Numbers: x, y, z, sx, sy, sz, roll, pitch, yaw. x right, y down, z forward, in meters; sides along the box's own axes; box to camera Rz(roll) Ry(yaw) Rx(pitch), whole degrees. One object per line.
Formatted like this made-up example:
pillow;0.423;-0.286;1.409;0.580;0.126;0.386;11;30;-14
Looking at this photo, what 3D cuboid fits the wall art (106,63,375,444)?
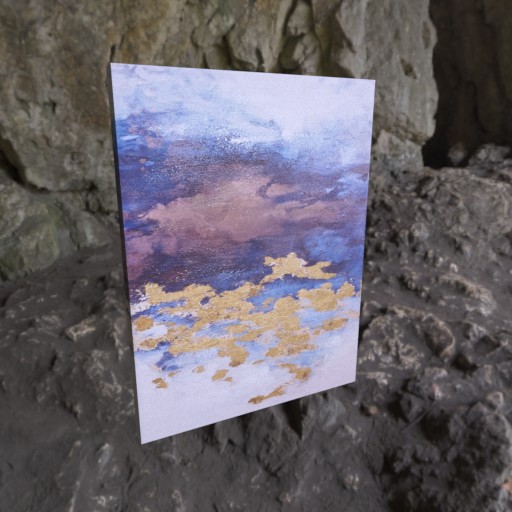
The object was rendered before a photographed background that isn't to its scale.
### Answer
wall art;0.000;0.000;0.758;0.437;0.581;0.036;-7;17;-25
